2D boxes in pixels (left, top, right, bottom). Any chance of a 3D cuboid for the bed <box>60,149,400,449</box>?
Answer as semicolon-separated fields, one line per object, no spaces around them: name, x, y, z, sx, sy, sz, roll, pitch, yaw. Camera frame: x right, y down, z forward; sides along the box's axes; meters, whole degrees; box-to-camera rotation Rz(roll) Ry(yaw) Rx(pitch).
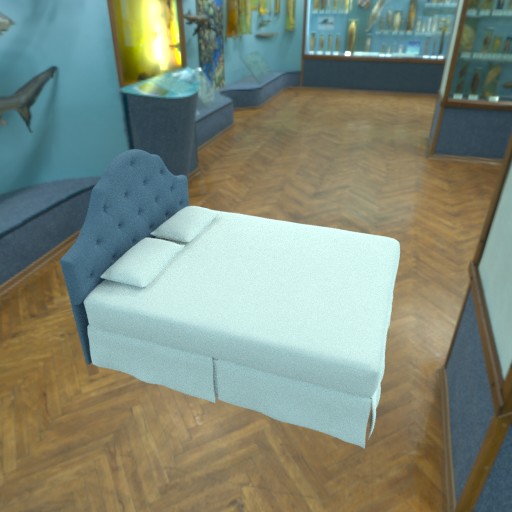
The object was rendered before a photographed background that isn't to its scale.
bed;0.000;0.000;3.925;2.477;1.617;2.039;10;32;17
